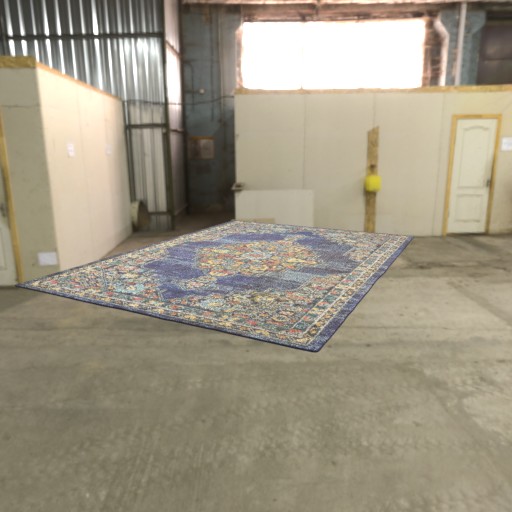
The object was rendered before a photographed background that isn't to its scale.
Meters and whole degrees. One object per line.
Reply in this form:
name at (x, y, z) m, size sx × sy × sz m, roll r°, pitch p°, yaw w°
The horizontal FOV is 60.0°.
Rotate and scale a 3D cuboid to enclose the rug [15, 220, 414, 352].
rug at (0.000, 0.000, 2.845) m, size 1.630 × 0.009 × 2.232 m, roll 7°, pitch 16°, yaw 26°
